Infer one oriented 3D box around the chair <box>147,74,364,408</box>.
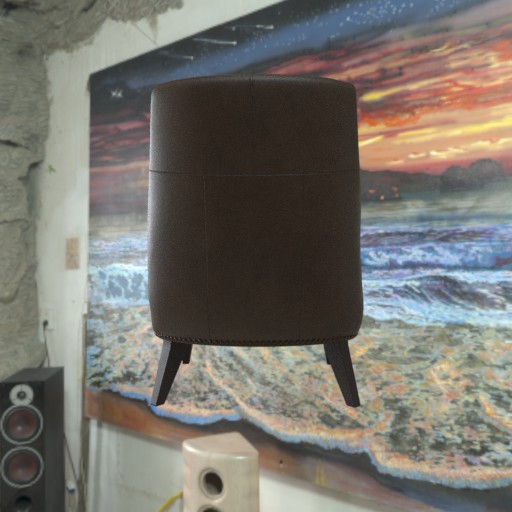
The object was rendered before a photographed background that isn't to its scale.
[{"bbox_3d":[0.000,0.000,1.523,0.701,0.909,0.861,0,-1,1],"label":"chair"}]
